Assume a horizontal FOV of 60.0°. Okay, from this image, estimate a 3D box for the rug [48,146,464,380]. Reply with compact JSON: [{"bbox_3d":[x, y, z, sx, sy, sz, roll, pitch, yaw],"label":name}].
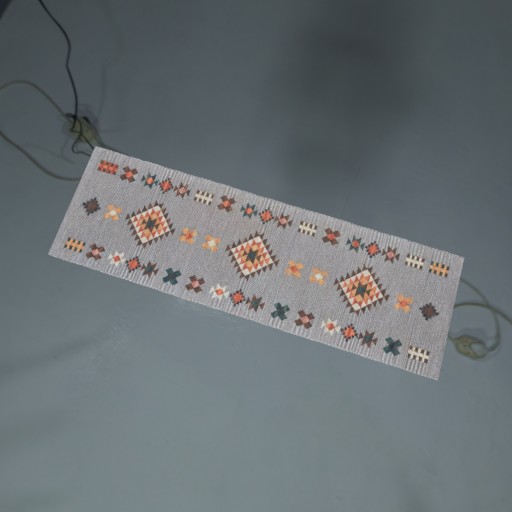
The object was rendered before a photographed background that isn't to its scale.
[{"bbox_3d":[0.000,0.000,2.713,2.432,0.008,0.766,17,77,4],"label":"rug"}]
